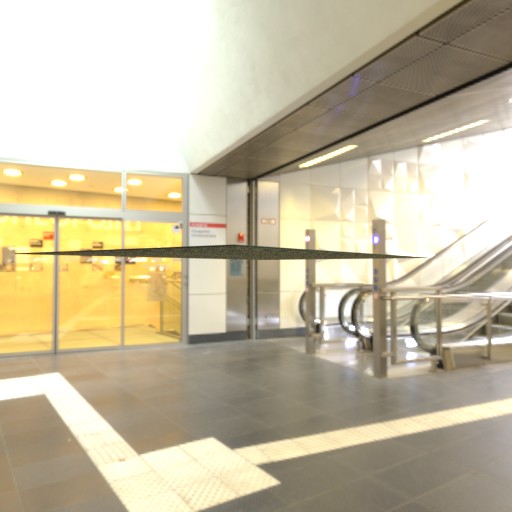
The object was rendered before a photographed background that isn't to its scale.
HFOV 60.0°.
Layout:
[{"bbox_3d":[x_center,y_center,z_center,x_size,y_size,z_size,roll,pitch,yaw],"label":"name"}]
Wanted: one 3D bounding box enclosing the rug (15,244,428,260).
[{"bbox_3d":[0.000,0.000,2.255,1.200,0.005,1.819,-1,-2,36],"label":"rug"}]
